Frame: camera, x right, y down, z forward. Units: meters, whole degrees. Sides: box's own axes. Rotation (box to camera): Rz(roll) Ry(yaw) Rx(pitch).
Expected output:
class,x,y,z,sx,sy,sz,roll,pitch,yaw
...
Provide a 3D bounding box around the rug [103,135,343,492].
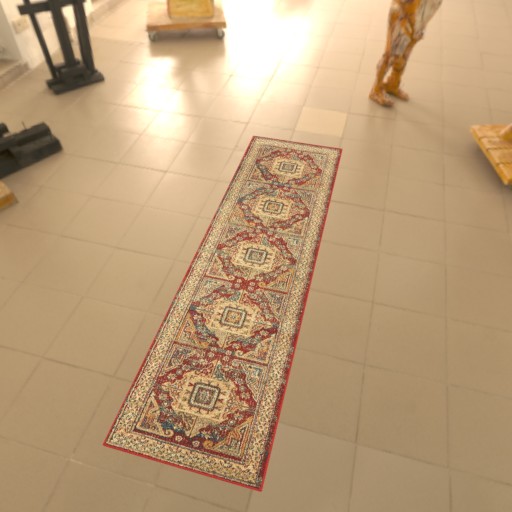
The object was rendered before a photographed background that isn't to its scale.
class,x,y,z,sx,sy,sz,roll,pitch,yaw
rug,0.000,0.000,2.457,0.659,0.015,2.292,11,49,10
